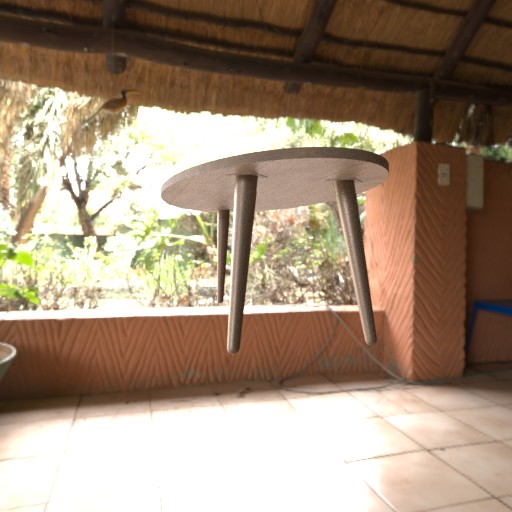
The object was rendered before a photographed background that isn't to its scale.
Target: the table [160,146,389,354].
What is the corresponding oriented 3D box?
[{"bbox_3d":[0.000,0.000,1.298,0.542,0.390,1.083,0,1,-16],"label":"table"}]
